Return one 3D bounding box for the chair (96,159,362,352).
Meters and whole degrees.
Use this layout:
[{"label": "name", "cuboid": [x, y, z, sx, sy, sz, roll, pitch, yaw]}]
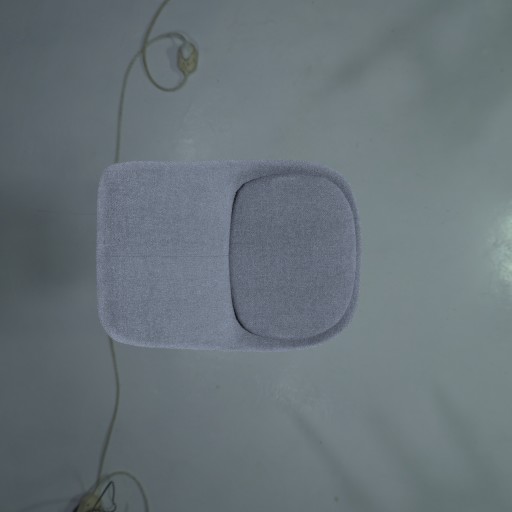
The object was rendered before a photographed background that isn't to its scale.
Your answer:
[{"label": "chair", "cuboid": [0.000, 0.000, 1.180, 0.550, 0.850, 0.485, 0, 90, 1]}]
